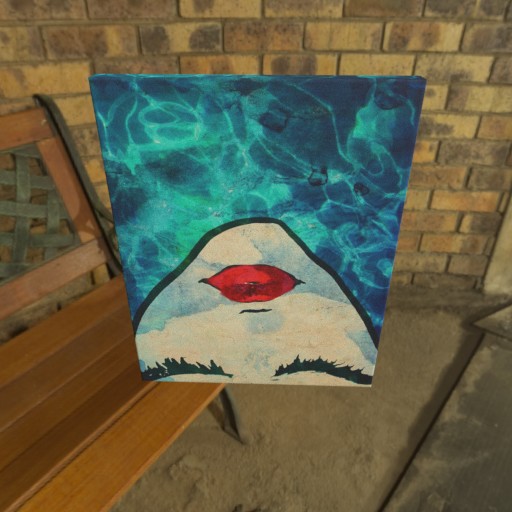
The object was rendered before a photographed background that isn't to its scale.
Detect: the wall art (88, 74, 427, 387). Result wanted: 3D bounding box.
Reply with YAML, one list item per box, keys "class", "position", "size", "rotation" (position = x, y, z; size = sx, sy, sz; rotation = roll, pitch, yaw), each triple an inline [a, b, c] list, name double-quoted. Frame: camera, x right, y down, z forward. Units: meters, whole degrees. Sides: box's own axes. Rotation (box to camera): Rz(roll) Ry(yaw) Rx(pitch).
- class: "wall art"
  position: [0.000, 0.000, 0.838]
  size: [0.508, 0.635, 0.038]
  rotation: [1, 30, 2]
